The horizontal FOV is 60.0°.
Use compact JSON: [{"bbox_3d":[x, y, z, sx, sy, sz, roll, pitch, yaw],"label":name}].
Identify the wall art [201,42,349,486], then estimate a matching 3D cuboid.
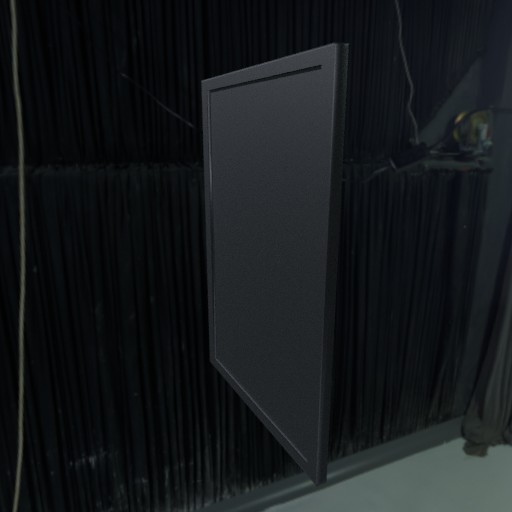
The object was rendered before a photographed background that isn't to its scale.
[{"bbox_3d":[0.000,0.000,0.545,0.013,0.431,0.303,-8,17,-26],"label":"wall art"}]
